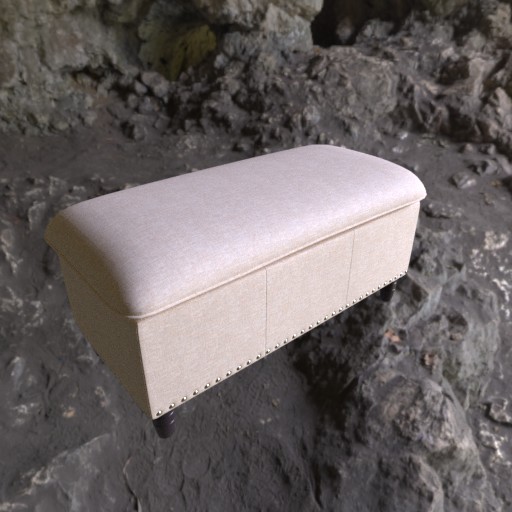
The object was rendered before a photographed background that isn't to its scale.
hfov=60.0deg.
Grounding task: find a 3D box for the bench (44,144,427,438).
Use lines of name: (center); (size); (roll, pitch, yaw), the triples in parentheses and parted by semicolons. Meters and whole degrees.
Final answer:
bench: (0.000, 0.000, 1.264); (0.991, 0.483, 0.483); (-22, 36, -34)
